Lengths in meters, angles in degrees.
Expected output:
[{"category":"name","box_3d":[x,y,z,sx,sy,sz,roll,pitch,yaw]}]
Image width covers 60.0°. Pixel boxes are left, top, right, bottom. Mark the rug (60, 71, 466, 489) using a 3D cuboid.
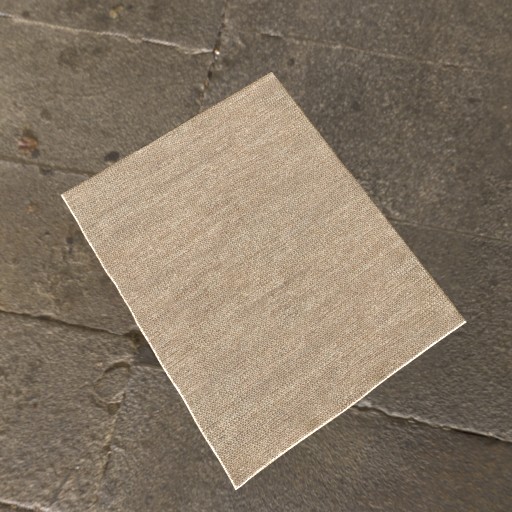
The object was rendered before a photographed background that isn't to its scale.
[{"category":"rug","box_3d":[0.000,0.000,4.034,2.429,0.030,3.052,-33,78,-8]}]
